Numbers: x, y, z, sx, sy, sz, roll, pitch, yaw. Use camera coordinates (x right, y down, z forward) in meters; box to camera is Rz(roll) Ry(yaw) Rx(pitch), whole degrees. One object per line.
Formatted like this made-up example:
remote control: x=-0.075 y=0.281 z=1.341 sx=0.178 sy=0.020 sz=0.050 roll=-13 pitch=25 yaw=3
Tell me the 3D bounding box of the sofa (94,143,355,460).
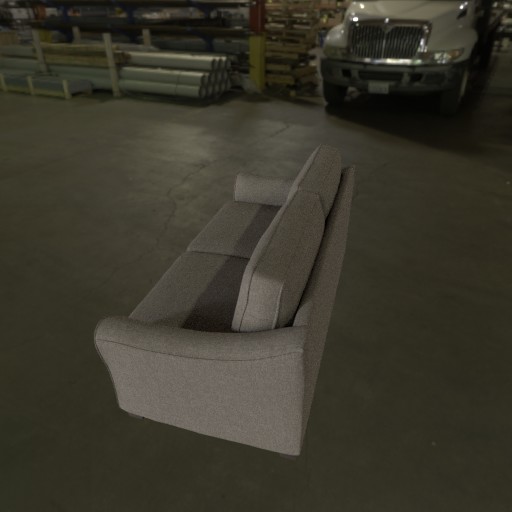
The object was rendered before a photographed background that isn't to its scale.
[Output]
sofa: x=0.000 y=0.000 z=2.819 sx=1.013 sy=0.976 sz=2.203 roll=8 pitch=31 yaw=14
